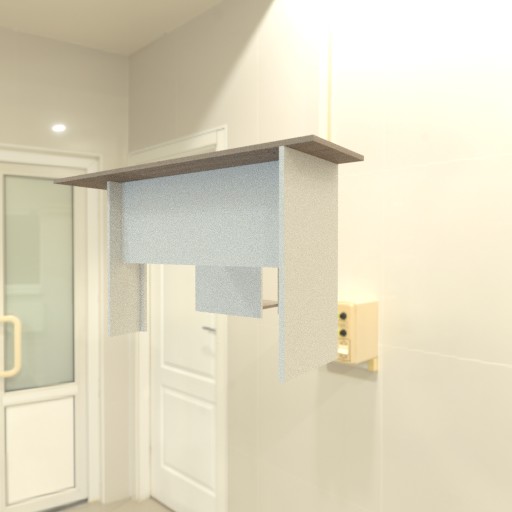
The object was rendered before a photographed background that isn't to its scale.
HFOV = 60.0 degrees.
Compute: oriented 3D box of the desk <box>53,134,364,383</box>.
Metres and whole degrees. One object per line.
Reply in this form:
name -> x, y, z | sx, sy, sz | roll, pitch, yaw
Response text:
desk -> 0.000, 0.000, 2.166 | 1.361, 0.716, 1.303 | 1, 1, 37
